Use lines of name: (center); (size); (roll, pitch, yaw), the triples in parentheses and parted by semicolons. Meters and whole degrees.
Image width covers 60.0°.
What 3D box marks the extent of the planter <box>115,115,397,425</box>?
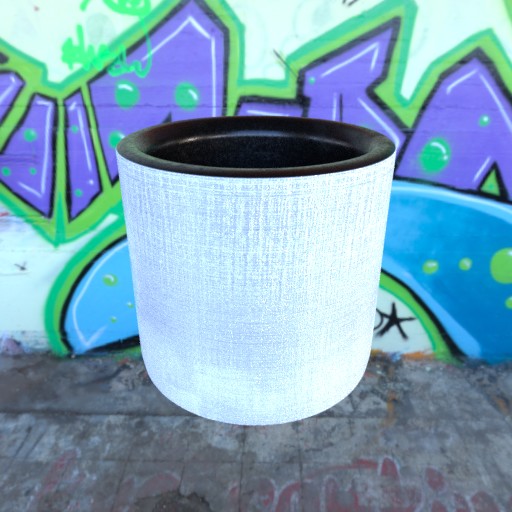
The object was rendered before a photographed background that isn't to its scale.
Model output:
planter: (0.000, 0.000, 0.291); (0.160, 0.156, 0.160); (0, 26, 0)
